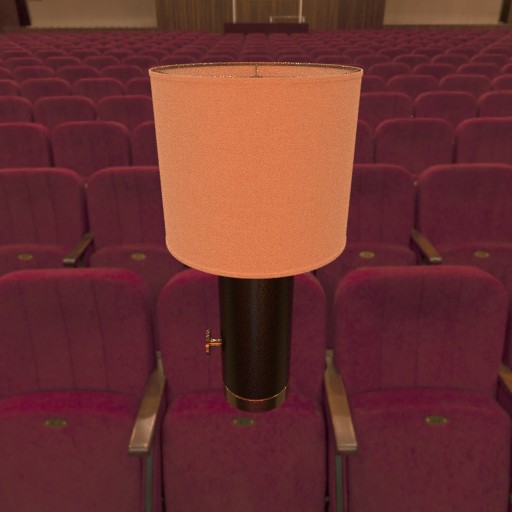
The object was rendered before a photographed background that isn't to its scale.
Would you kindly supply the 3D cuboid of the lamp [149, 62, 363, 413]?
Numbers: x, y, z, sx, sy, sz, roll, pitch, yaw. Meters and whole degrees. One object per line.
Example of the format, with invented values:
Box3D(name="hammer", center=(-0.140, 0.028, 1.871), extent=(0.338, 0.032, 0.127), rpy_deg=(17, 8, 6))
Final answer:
Box3D(name="lamp", center=(0.000, 0.000, 0.617), extent=(0.240, 0.482, 0.241), rpy_deg=(0, 27, 0))
